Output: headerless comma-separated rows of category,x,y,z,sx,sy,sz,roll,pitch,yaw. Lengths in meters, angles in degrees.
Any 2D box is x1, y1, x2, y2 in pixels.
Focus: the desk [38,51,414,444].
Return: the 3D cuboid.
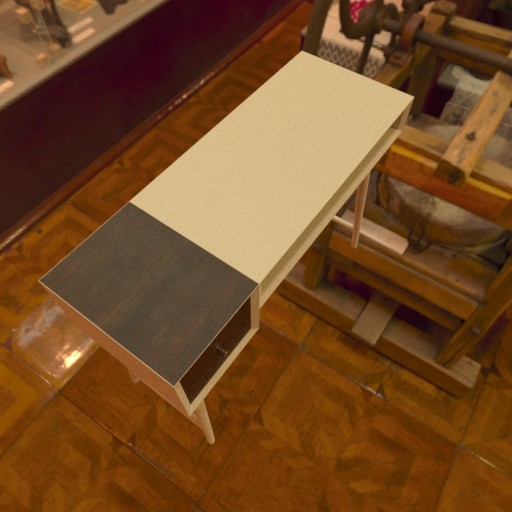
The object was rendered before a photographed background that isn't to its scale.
desk,0.000,0.000,1.466,0.409,0.761,1.069,31,62,19
